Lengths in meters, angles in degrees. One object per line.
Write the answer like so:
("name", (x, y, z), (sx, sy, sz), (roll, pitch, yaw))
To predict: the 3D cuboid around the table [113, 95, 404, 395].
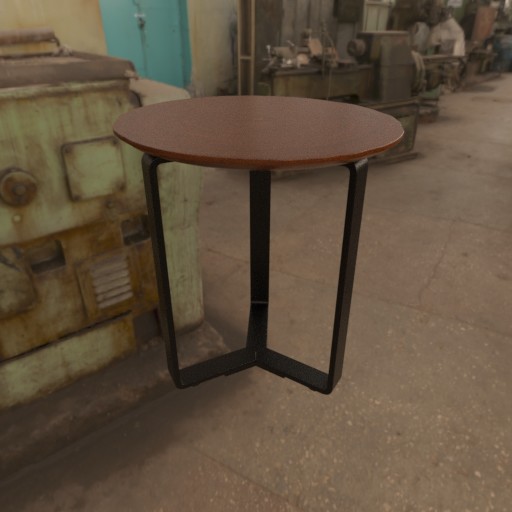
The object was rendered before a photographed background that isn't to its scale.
("table", (0.000, 0.000, 0.745), (0.410, 0.450, 0.380), (18, 34, 28))
